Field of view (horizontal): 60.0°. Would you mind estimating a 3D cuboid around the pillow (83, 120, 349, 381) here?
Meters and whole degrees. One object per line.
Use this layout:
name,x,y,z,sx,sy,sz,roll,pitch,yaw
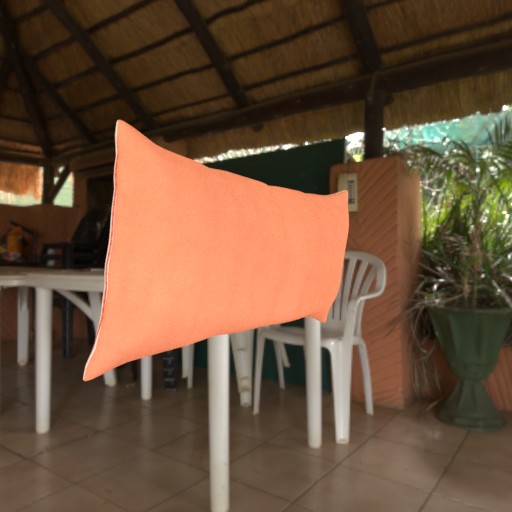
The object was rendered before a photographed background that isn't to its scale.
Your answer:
pillow,0.000,0.000,0.734,0.156,0.292,0.608,-1,-1,35
